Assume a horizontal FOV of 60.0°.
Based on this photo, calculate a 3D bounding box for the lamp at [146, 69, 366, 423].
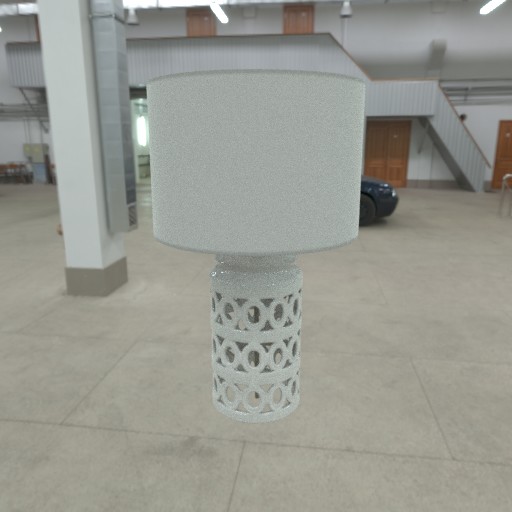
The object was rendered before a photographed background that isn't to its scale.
[{"bbox_3d":[0.000,0.000,0.696,0.310,0.502,0.310,0,14,0],"label":"lamp"}]
